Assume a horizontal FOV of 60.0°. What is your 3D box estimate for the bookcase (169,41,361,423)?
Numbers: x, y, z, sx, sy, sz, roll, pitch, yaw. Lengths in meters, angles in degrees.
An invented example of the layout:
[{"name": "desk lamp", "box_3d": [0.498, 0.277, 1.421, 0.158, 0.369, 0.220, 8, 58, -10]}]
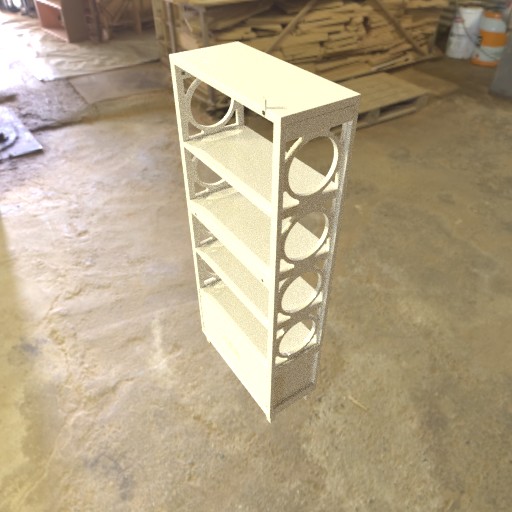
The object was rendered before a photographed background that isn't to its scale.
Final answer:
[{"name": "bookcase", "box_3d": [0.000, 0.000, 2.218, 0.361, 1.869, 0.761, -24, 46, -25]}]
